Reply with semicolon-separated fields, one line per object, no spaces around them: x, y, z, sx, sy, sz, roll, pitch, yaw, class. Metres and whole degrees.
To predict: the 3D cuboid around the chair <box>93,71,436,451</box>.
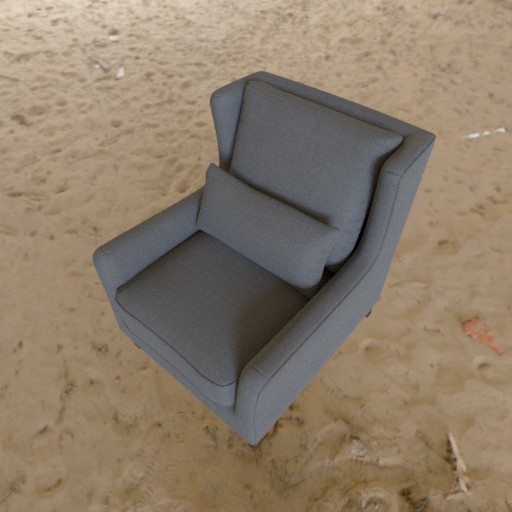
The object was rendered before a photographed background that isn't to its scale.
0.000;0.000;1.821;0.866;1.056;1.040;32;54;27;chair
